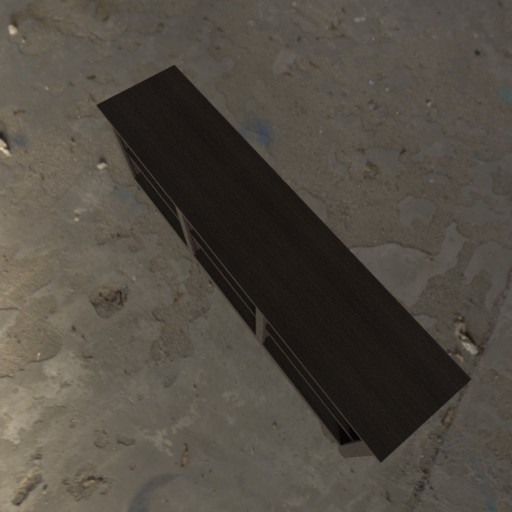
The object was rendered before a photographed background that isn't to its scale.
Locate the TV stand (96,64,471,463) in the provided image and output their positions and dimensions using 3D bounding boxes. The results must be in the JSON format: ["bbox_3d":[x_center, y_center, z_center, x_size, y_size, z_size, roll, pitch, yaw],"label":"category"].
[{"bbox_3d":[0.000,0.000,1.961,0.406,0.610,1.778,-34,69,-15],"label":"TV stand"}]
